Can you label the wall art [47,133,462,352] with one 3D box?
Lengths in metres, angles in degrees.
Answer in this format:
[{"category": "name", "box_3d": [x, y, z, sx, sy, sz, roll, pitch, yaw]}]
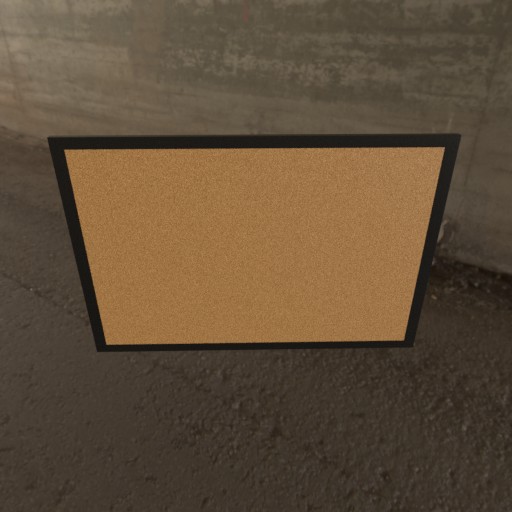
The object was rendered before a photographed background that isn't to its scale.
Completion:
[{"category": "wall art", "box_3d": [0.000, 0.000, 1.017, 0.819, 0.552, 0.015, -1, 30, -1]}]
